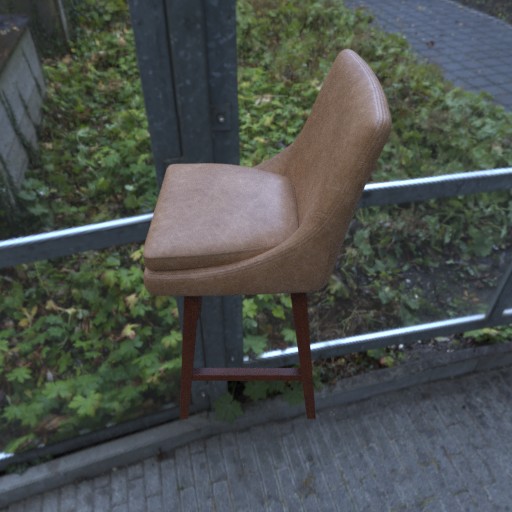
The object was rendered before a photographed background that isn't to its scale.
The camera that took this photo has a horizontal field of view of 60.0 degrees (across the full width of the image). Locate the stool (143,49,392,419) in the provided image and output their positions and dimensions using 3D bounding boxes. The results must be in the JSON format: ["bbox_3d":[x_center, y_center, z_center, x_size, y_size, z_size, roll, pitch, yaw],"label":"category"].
[{"bbox_3d":[0.000,0.000,1.358,0.572,1.079,0.487,0,42,0],"label":"stool"}]
